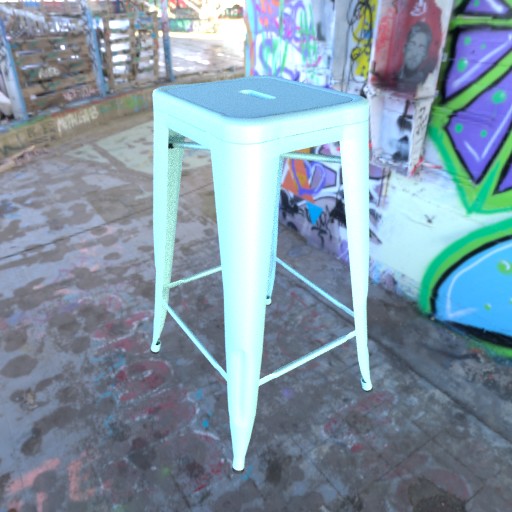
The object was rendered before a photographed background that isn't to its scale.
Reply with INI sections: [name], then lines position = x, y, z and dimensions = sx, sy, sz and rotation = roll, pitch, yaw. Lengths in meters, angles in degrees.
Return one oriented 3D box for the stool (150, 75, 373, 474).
[stool]
position = 0.000, 0.000, 0.865
dimensions = 0.359, 0.609, 0.399
rotation = -20, 36, -29
